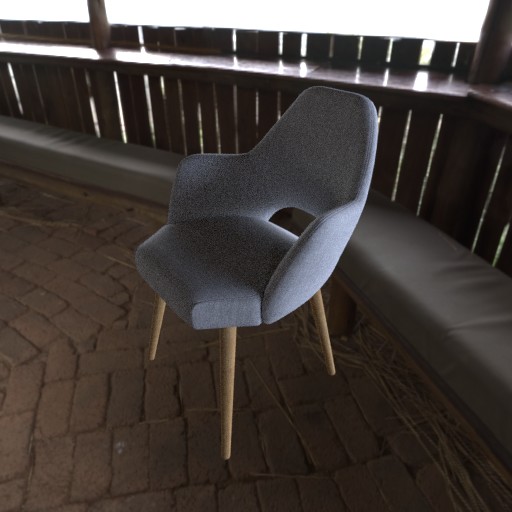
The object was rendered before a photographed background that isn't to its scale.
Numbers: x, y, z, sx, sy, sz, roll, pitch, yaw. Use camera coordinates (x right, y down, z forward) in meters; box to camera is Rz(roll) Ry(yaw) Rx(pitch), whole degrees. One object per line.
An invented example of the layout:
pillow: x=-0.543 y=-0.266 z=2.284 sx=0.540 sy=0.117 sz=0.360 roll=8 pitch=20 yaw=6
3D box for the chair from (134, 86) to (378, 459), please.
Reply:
chair: x=0.000 y=0.000 z=1.264 sx=0.610 sy=0.840 sz=0.590 roll=-21 pitch=37 yaw=-31
